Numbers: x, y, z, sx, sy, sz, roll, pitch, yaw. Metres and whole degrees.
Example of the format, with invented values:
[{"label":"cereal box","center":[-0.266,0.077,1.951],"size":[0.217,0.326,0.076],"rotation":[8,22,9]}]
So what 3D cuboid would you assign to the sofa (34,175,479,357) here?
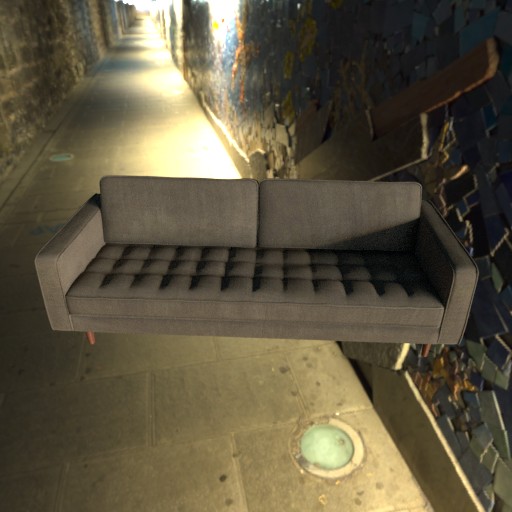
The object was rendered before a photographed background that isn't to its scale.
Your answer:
[{"label":"sofa","center":[0.000,0.000,2.675],"size":[2.295,0.813,0.923],"rotation":[2,30,3]}]
